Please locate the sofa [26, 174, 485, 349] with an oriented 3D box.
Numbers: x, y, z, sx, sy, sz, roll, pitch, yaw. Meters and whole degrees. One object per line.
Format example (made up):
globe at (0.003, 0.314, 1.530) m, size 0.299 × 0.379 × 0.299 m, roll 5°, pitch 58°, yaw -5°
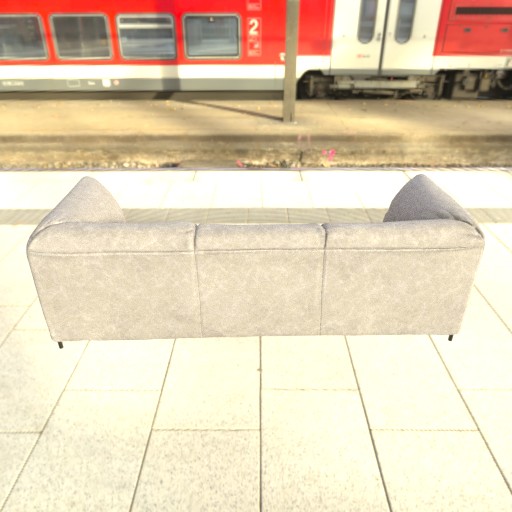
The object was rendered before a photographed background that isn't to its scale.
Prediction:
sofa at (0.000, 0.000, 2.614) m, size 2.238 × 0.758 × 0.899 m, roll -1°, pitch 29°, yaw -1°
